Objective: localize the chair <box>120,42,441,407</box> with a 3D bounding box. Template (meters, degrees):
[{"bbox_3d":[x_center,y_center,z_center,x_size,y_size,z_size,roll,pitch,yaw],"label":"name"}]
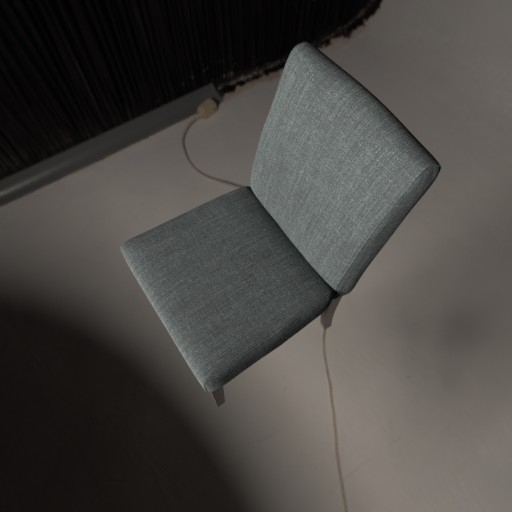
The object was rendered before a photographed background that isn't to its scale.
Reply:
[{"bbox_3d":[0.000,0.000,1.258,0.629,0.884,0.487,-31,67,-15],"label":"chair"}]
